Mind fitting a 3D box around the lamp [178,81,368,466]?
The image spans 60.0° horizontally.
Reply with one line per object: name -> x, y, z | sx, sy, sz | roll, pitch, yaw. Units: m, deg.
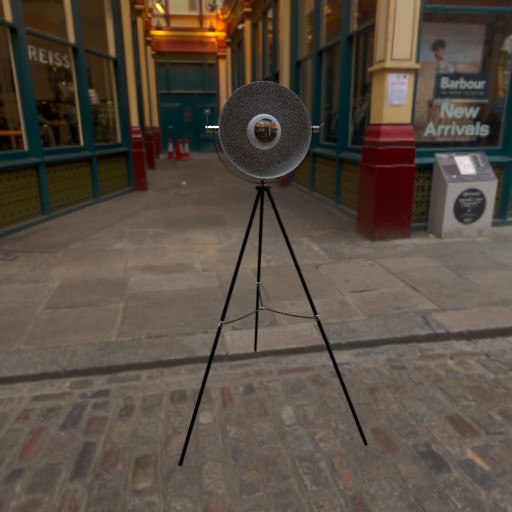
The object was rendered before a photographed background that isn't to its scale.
lamp -> 0.000, 0.000, 2.070 | 0.817, 1.512, 0.920 | -3, 17, -11
